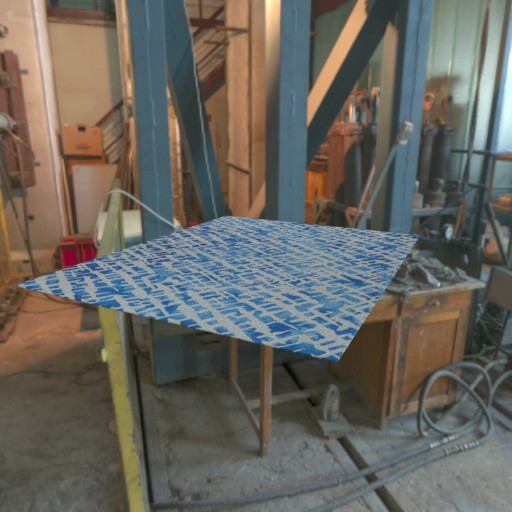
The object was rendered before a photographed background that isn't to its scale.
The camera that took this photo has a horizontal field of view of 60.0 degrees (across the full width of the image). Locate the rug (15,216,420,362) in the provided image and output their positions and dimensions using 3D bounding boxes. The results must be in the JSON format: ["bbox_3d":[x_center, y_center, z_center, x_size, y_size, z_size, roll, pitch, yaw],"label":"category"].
[{"bbox_3d":[0.000,0.000,3.997,2.435,0.007,3.007,8,18,26],"label":"rug"}]
